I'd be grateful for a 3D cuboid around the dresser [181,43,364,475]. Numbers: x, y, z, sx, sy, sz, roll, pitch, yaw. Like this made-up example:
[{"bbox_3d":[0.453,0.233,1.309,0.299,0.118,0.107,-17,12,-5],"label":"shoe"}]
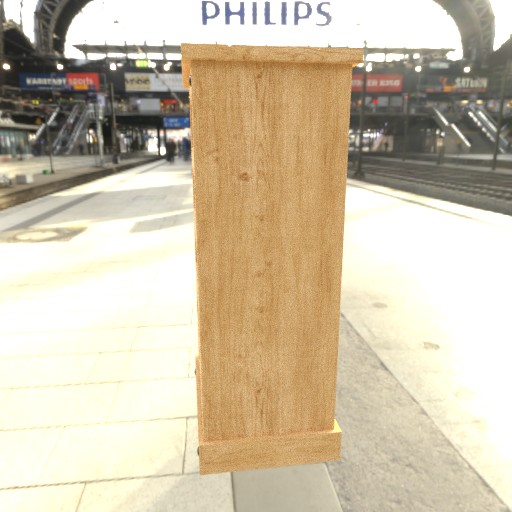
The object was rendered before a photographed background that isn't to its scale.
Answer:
[{"bbox_3d":[0.000,0.000,1.310,0.390,1.041,0.531,-2,14,-8],"label":"dresser"}]
